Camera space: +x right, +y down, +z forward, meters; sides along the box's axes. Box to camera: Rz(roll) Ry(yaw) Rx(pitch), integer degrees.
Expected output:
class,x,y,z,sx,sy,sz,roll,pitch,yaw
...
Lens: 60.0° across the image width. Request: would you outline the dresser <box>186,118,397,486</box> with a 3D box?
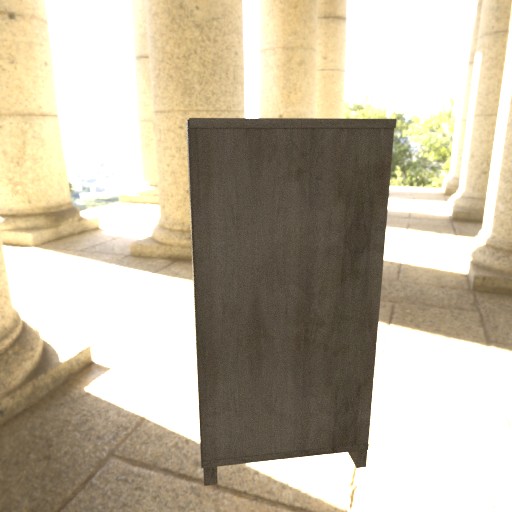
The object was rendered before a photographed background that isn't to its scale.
class,x,y,z,sx,sy,sz,roll,pitch,yaw
dresser,0.000,0.000,1.418,0.404,0.816,0.994,-2,16,-8
